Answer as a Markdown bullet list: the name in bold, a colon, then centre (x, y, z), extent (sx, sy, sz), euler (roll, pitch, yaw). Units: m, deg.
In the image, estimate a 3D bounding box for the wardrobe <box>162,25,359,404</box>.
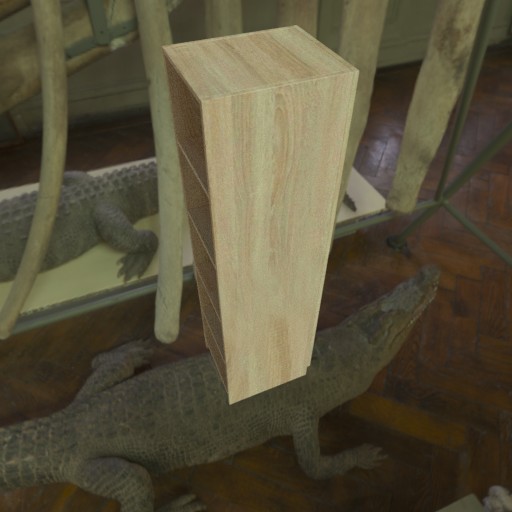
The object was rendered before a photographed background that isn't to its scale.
- **wardrobe**: centre (0.000, 0.000, 2.408), extent (0.588, 2.117, 0.496), euler (-17, 48, -16)
